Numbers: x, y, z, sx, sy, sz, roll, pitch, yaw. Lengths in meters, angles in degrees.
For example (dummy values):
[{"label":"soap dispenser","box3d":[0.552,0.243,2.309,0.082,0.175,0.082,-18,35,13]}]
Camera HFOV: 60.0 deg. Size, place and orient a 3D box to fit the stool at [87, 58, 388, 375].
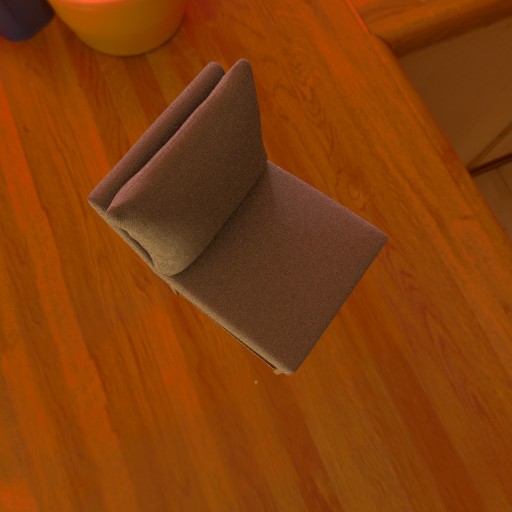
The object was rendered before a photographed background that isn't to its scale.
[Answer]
[{"label":"stool","box3d":[0.000,0.000,1.334,0.569,1.031,0.463,36,77,9]}]
